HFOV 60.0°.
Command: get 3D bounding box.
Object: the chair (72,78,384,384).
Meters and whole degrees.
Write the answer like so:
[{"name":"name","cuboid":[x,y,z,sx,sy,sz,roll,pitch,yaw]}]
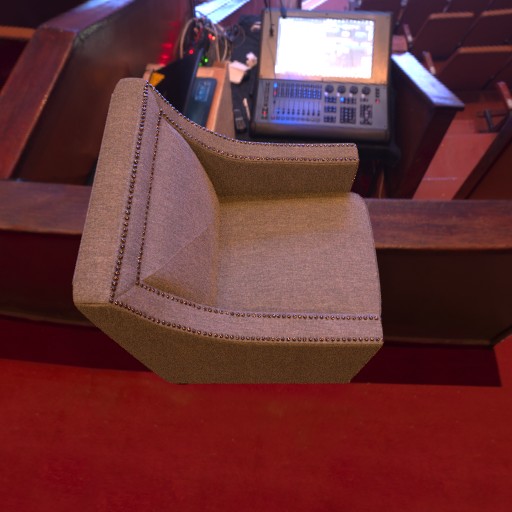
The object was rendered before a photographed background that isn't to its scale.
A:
[{"name":"chair","cuboid":[0.000,0.000,1.626,0.884,0.967,0.776,0,62,0]}]
